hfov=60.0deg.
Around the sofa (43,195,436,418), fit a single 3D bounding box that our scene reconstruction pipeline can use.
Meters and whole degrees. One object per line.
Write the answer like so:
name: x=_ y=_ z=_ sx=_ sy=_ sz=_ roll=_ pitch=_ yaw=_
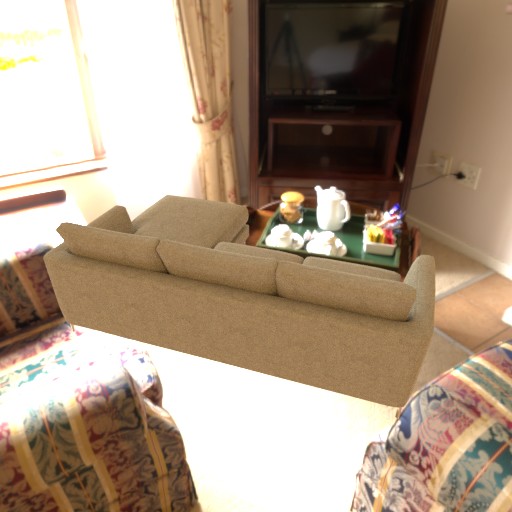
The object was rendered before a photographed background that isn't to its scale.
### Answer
sofa: x=0.000 y=0.000 z=3.275 sx=2.438 sy=0.864 sz=1.626 roll=10 pitch=33 yaw=16
